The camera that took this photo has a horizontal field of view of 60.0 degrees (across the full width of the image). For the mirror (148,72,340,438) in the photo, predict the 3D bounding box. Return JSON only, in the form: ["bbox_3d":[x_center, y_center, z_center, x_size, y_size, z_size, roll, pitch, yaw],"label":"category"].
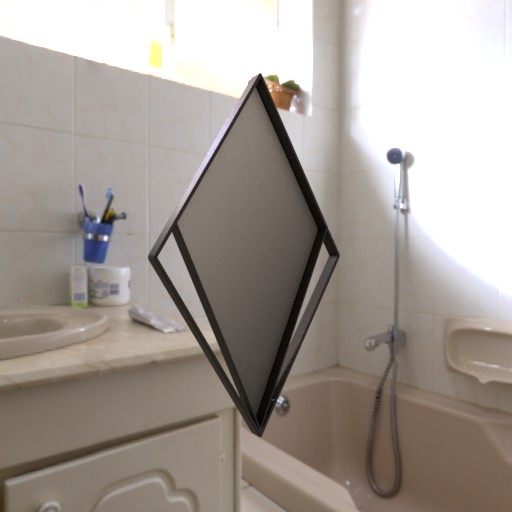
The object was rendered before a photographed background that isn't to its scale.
[{"bbox_3d":[0.000,0.000,0.837,0.419,0.679,0.032,0,1,-36],"label":"mirror"}]
